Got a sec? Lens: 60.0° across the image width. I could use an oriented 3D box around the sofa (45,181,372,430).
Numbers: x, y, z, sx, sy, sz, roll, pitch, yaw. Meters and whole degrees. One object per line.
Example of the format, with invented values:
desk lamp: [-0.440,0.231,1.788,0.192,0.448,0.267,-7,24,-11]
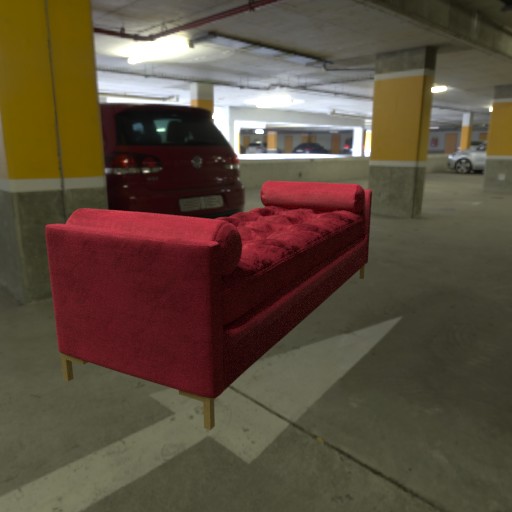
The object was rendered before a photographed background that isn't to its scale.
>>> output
sofa: [0.000,0.000,2.491,0.796,0.705,2.102,7,15,27]
